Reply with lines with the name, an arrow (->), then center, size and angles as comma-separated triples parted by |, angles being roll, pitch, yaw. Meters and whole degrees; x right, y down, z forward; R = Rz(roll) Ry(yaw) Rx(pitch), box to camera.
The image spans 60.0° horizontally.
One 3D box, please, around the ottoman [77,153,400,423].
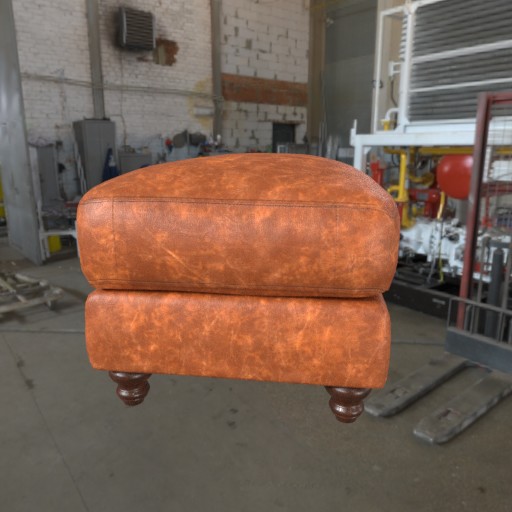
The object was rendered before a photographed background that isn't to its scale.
ottoman -> 0.000, 0.000, 1.242 | 0.657, 0.562, 0.832 | 2, 14, 7
